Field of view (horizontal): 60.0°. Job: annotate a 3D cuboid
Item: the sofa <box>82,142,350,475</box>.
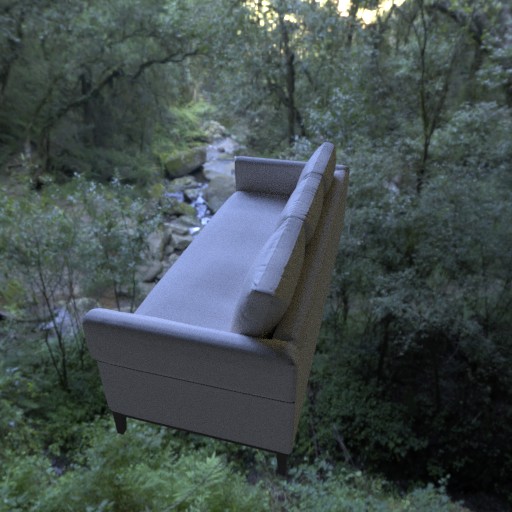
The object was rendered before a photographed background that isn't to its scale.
[{"bbox_3d":[0.000,0.000,2.707,0.902,0.911,2.198,8,32,13],"label":"sofa"}]
